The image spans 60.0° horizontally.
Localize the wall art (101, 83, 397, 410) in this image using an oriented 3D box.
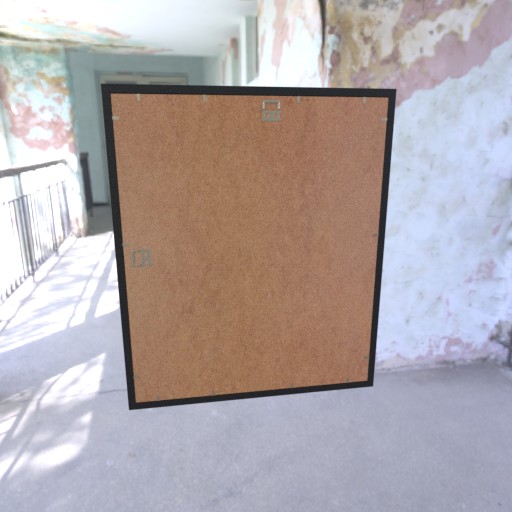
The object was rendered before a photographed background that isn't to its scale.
[{"bbox_3d":[0.000,0.000,0.922,0.559,0.660,0.018,-3,16,-9],"label":"wall art"}]
